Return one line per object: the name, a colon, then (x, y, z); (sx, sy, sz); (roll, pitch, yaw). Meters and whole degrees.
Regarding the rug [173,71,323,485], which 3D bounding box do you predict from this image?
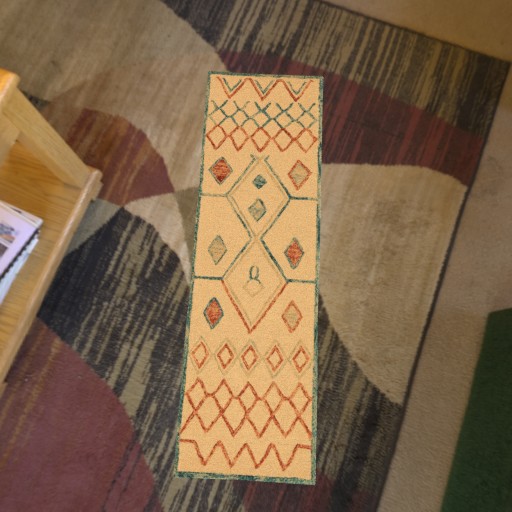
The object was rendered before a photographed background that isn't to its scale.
rug: (0.000, 0.000, 2.609); (0.750, 0.011, 2.435); (3, 77, 1)
